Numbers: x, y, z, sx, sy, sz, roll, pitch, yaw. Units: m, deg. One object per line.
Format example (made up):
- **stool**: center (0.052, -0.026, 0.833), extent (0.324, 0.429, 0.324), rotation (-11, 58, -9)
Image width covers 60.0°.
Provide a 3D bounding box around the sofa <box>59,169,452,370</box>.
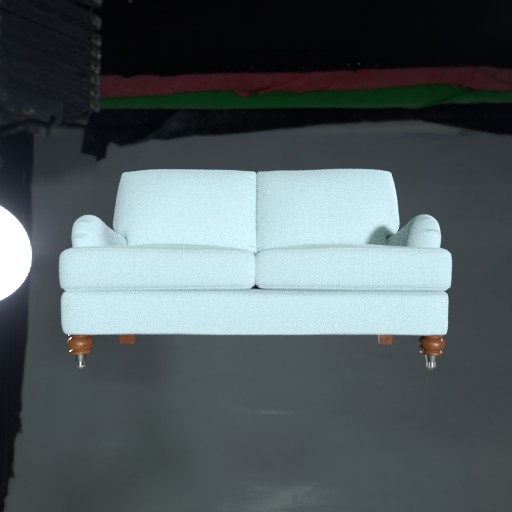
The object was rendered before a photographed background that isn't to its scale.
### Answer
- **sofa**: center (0.000, 0.000, 2.523), extent (1.853, 1.101, 1.084), rotation (0, -1, 1)
